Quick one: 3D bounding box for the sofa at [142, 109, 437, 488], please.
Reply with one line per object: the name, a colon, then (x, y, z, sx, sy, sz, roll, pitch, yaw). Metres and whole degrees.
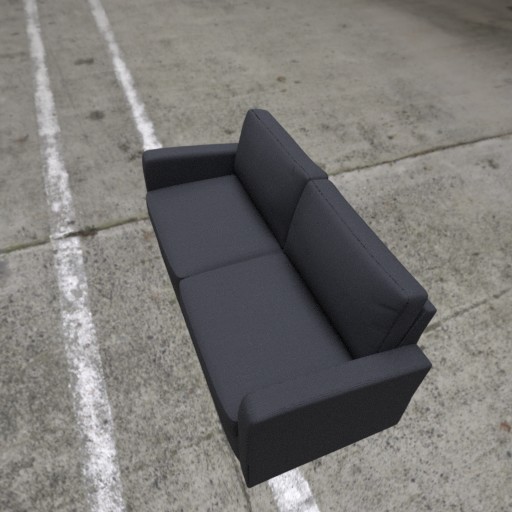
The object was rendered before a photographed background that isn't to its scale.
sofa: (0.000, 0.000, 2.340, 0.898, 0.839, 1.852, -16, 47, -15)
